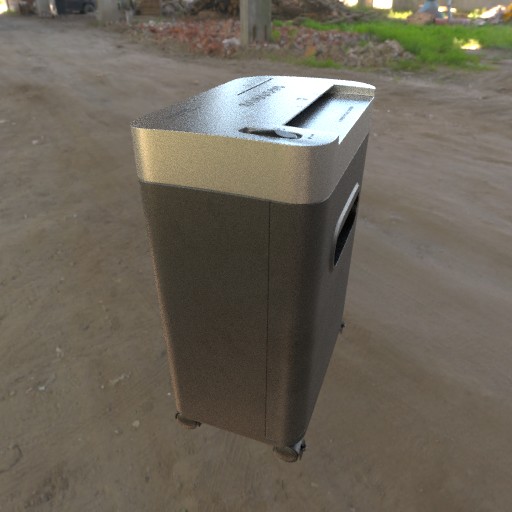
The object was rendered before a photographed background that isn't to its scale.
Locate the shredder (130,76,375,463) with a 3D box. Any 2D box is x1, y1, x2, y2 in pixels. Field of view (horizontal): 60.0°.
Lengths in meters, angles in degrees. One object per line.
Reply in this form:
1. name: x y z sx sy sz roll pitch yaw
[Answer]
1. shredder: 0.000 0.000 0.605 0.237 0.419 0.311 11 32 18
